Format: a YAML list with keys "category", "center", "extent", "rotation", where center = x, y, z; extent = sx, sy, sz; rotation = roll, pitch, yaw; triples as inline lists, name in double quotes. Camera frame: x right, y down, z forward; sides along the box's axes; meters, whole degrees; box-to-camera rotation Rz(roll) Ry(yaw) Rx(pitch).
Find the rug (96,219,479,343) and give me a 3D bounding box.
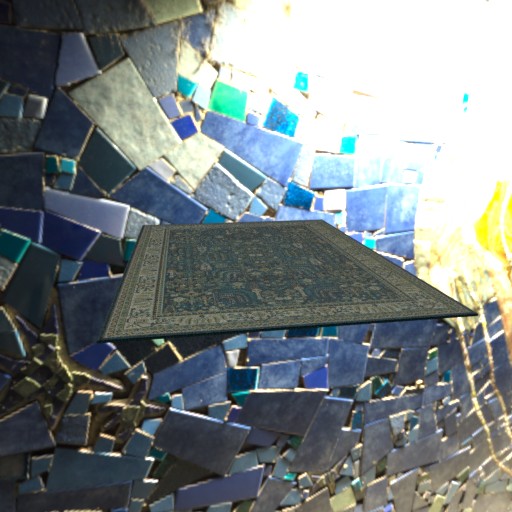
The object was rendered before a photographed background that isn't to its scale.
- category: "rug"
  center: [0.000, 0.000, 2.854]
  extent: [1.594, 0.013, 2.213]
  rotation: [-3, 16, -9]
